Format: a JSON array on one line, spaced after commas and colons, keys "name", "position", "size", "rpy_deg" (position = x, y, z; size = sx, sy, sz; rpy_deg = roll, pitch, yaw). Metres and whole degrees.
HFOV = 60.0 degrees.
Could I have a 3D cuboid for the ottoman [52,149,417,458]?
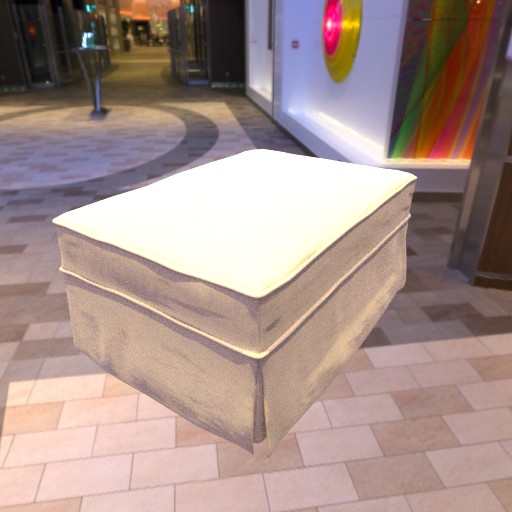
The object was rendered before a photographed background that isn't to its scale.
[{"name": "ottoman", "position": [0.000, 0.000, 1.352], "size": [0.703, 0.479, 0.944], "rpy_deg": [17, 32, 31]}]
